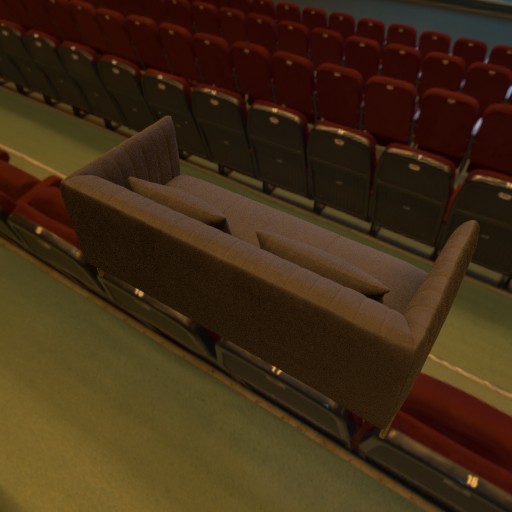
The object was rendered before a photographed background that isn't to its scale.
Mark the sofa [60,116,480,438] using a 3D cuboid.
[{"bbox_3d":[0.000,0.000,2.419,1.980,0.780,0.876,25,49,23],"label":"sofa"}]
